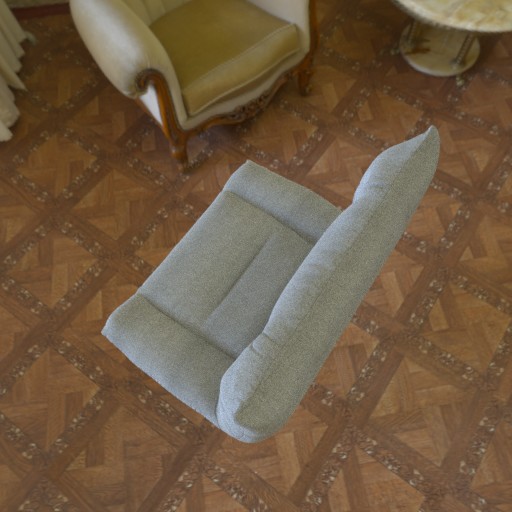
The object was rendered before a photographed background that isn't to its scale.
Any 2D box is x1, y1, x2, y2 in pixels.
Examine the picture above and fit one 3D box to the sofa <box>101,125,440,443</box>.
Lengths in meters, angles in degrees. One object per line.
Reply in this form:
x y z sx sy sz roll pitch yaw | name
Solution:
0.000 0.000 1.699 0.847 0.795 1.144 31 68 14 | sofa
